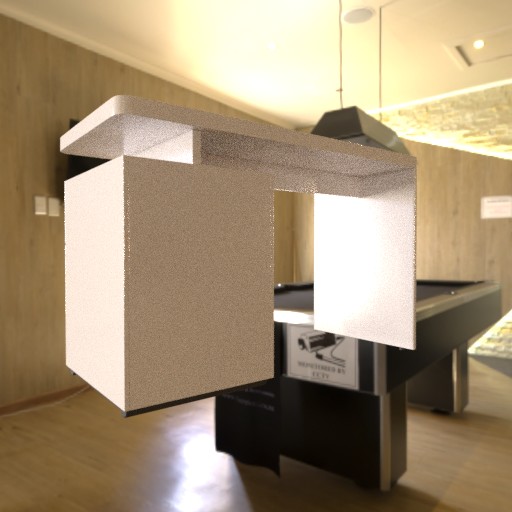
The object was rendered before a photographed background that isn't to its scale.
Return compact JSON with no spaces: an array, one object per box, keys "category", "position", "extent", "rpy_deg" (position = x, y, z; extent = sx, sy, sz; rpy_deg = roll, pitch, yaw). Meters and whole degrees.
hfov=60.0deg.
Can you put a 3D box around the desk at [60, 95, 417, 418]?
[{"category":"desk","position":[0.000,0.000,1.588],"extent":[1.200,0.760,0.550],"rpy_deg":[-1,1,-37]}]
